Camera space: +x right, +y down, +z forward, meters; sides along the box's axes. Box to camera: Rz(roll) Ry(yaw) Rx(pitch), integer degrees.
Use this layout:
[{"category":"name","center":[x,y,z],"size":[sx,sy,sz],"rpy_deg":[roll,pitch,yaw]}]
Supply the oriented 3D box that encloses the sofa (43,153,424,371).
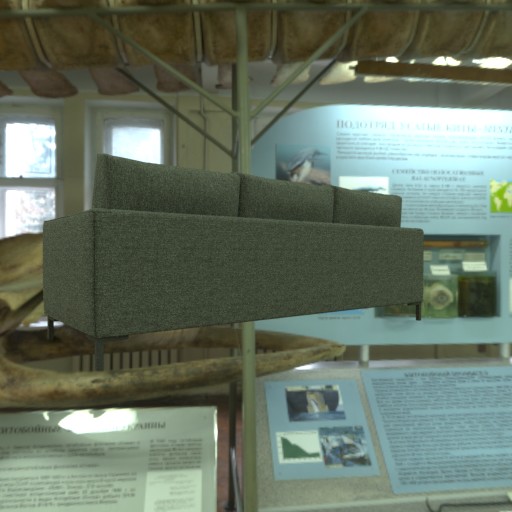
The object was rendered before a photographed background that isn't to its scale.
[{"category":"sofa","center":[0.000,0.000,2.695],"size":[2.253,0.879,0.876],"rpy_deg":[0,0,-37]}]
